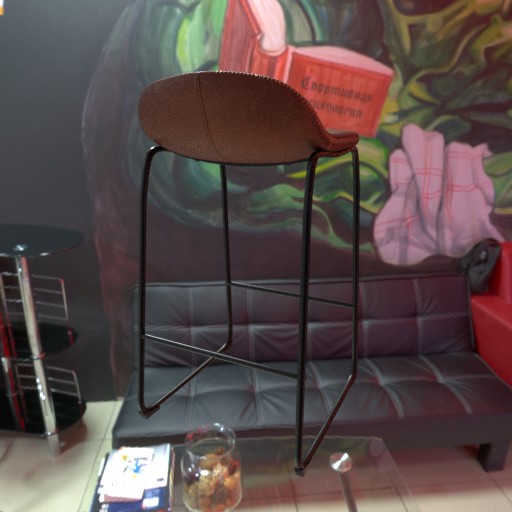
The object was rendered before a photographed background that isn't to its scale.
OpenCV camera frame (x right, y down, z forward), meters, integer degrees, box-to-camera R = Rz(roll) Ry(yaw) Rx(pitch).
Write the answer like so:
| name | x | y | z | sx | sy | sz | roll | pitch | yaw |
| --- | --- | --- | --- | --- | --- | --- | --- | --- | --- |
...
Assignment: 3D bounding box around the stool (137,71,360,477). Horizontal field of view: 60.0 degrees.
| name | x | y | z | sx | sy | sz | roll | pitch | yaw |
| --- | --- | --- | --- | --- | --- | --- | --- | --- | --- |
| stool | 0.000 | 0.000 | 1.129 | 0.454 | 0.830 | 0.473 | 8 | 18 | 26 |
